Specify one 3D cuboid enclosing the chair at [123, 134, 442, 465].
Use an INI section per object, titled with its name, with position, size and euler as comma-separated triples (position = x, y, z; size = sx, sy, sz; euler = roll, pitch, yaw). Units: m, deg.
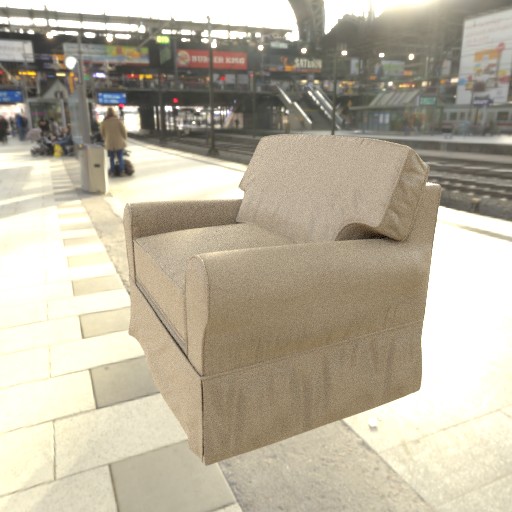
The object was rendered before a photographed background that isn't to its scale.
[chair]
position = 0.000, 0.000, 1.788
size = 0.903, 0.937, 1.096
euler = -8, 19, -26
